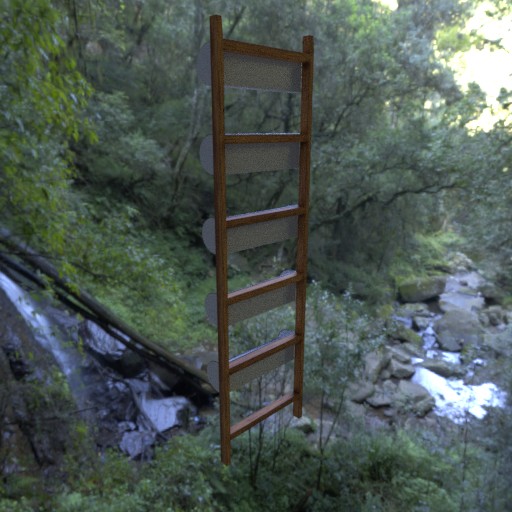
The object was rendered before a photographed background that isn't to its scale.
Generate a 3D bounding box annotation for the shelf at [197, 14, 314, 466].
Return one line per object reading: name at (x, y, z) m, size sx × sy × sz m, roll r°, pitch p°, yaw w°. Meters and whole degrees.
shelf at (0.000, 0.000, 1.723) m, size 0.454 × 1.600 × 0.141 m, roll -15°, pitch 21°, yaw -42°
